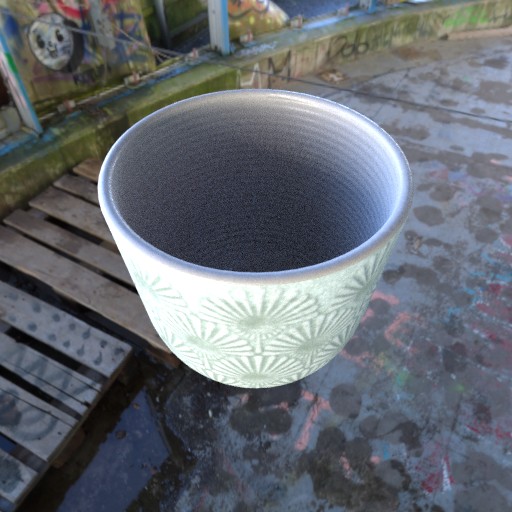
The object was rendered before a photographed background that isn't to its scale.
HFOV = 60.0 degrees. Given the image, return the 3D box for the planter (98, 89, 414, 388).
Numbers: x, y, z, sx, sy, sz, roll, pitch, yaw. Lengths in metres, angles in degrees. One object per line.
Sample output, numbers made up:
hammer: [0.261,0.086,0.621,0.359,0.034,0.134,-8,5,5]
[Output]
planter: [0.000,0.000,0.298,0.170,0.152,0.170,0,48,0]
